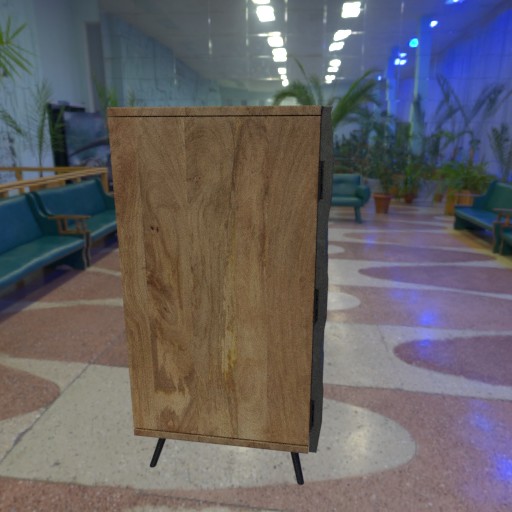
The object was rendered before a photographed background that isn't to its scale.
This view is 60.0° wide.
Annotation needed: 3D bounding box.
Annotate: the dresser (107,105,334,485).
[{"bbox_3d":[0.000,0.000,1.407,0.446,0.847,0.967,2,16,9],"label":"dresser"}]
